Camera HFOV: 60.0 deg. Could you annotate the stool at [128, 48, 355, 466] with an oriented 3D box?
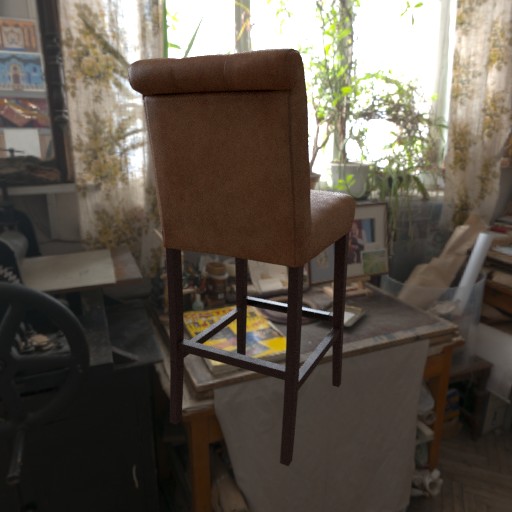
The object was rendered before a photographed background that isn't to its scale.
[{"bbox_3d":[0.000,0.000,1.433,0.493,1.140,0.601,8,18,26],"label":"stool"}]
